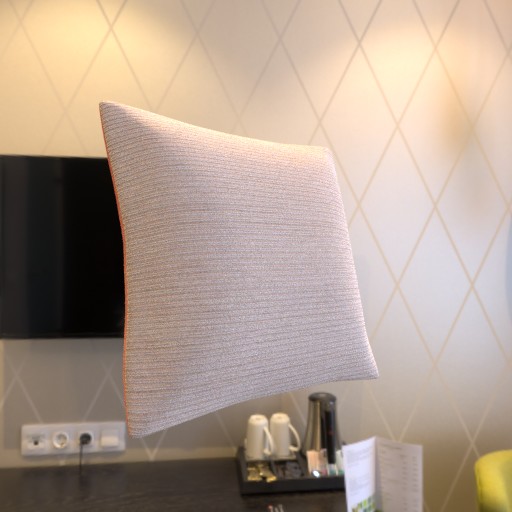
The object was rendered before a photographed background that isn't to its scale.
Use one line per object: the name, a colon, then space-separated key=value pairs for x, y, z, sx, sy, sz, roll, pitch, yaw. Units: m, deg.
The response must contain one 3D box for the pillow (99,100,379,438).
pillow: x=0.000 y=0.000 z=0.651 sx=0.424 sy=0.401 sz=0.177 roll=0 pitch=-1 yaw=-37
